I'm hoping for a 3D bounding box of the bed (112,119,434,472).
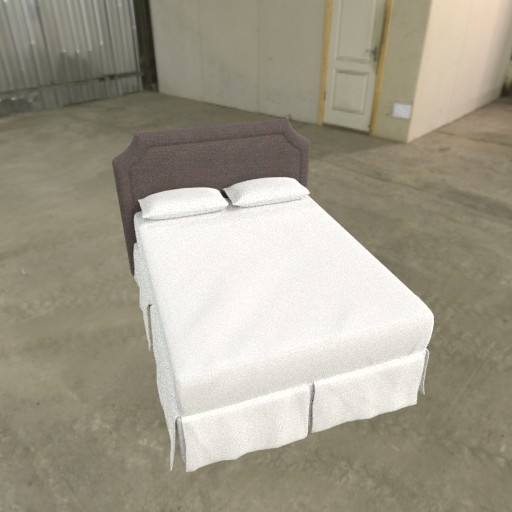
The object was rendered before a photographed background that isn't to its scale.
[{"bbox_3d":[0.000,0.000,3.109,1.693,1.290,2.116,-10,33,-16],"label":"bed"}]
